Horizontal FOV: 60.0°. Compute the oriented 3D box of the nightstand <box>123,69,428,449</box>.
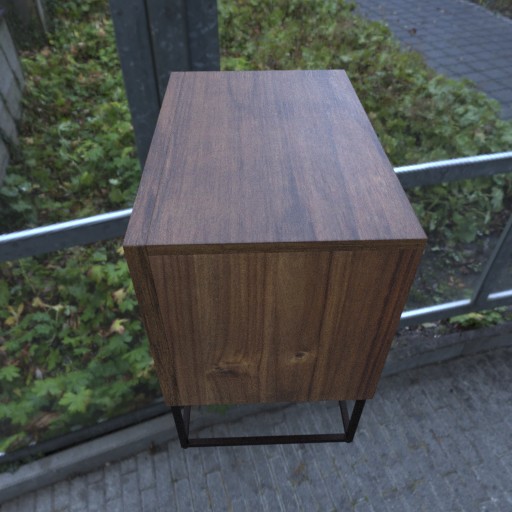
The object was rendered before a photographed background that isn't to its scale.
[{"bbox_3d":[0.000,0.000,1.012,0.437,0.610,0.610,-1,43,-1],"label":"nightstand"}]
